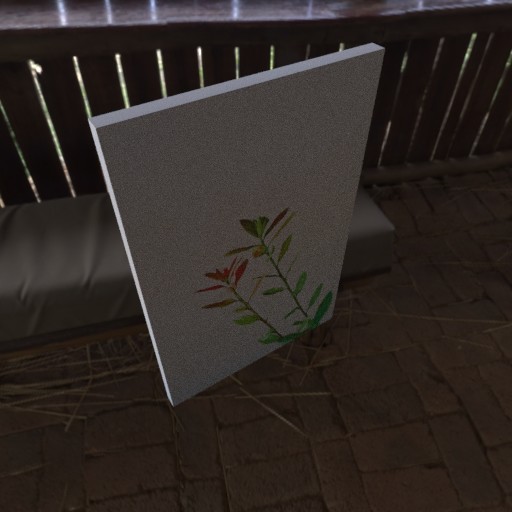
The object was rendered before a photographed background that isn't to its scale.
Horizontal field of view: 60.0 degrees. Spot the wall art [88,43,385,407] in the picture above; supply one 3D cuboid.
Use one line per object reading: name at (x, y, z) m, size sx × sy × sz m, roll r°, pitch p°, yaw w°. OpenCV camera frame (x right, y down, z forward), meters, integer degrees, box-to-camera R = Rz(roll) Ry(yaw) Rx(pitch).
wall art at (0.000, 0.000, 1.134) m, size 0.612 × 0.915 × 0.039 m, roll -24°, pitch 50°, yaw -23°
